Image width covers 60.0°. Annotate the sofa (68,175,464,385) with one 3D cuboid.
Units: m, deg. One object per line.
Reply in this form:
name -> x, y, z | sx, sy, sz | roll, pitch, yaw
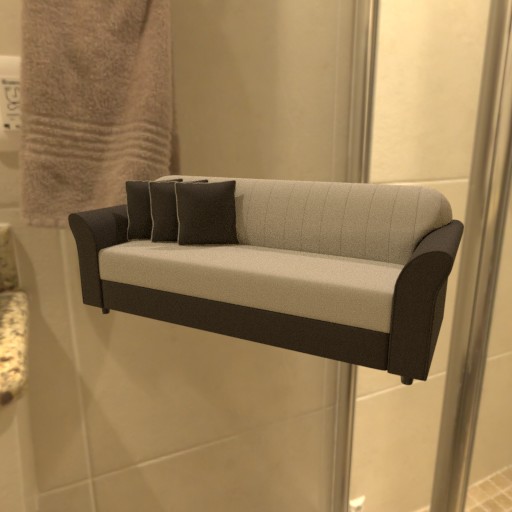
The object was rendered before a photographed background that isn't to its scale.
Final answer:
sofa -> 0.000, 0.000, 2.427 | 2.001, 0.787, 0.755 | 7, 16, 26
